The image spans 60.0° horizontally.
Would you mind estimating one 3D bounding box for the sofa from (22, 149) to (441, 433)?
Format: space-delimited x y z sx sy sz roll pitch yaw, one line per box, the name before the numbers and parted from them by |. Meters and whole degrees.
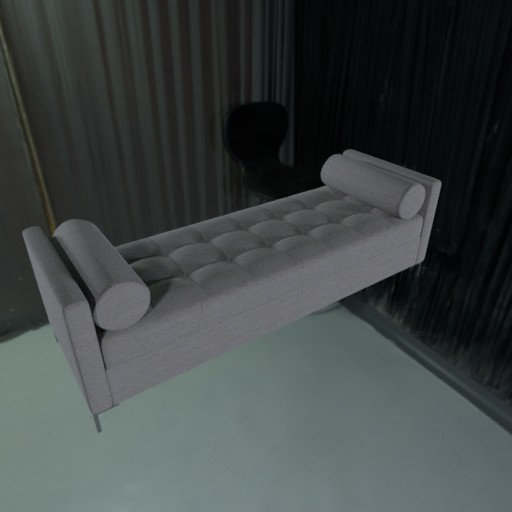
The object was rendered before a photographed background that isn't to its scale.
sofa | 0.000 0.000 2.295 1.981 0.635 0.686 -20 36 -29
